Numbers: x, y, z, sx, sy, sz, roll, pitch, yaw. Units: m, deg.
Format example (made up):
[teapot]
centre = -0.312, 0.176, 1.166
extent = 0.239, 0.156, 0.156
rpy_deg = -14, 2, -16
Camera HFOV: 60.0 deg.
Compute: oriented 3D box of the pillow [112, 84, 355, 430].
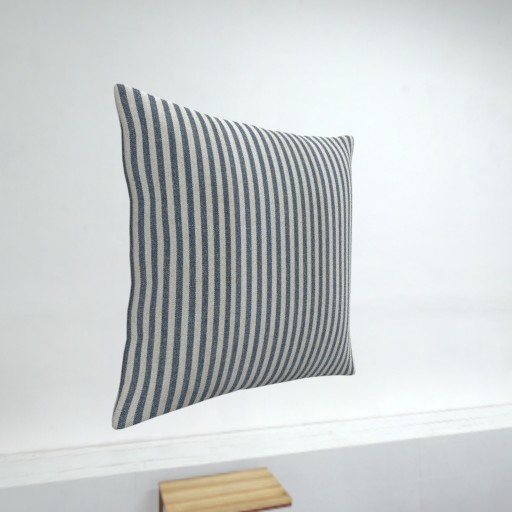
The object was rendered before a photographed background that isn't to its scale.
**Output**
[pillow]
centre = 0.000, 0.000, 0.796
extent = 0.523, 0.510, 0.166
rpy_deg = -1, 1, -37
